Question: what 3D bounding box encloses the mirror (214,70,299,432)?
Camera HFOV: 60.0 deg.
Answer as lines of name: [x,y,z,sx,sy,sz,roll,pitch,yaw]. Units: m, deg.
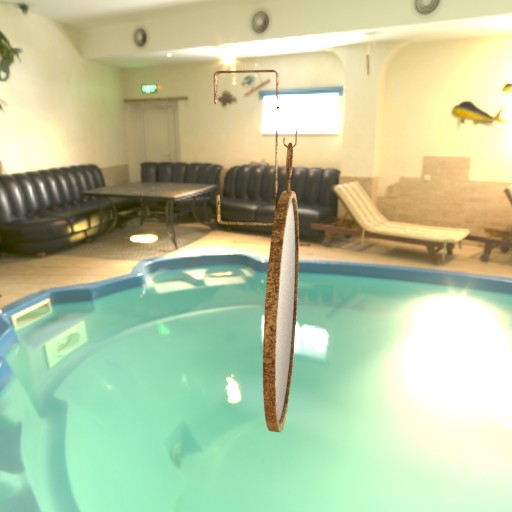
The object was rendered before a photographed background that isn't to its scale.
mirror: [0.000,0.000,0.838,0.144,0.651,0.447,3,16,9]
